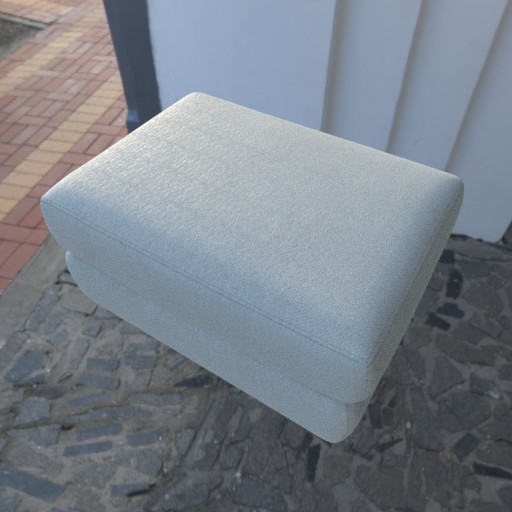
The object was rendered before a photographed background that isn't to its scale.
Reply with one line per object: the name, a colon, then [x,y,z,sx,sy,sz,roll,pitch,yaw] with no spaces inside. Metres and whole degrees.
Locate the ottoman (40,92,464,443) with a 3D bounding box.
ottoman: [0.000,0.000,1.090,0.773,0.499,0.569,25,52,21]
